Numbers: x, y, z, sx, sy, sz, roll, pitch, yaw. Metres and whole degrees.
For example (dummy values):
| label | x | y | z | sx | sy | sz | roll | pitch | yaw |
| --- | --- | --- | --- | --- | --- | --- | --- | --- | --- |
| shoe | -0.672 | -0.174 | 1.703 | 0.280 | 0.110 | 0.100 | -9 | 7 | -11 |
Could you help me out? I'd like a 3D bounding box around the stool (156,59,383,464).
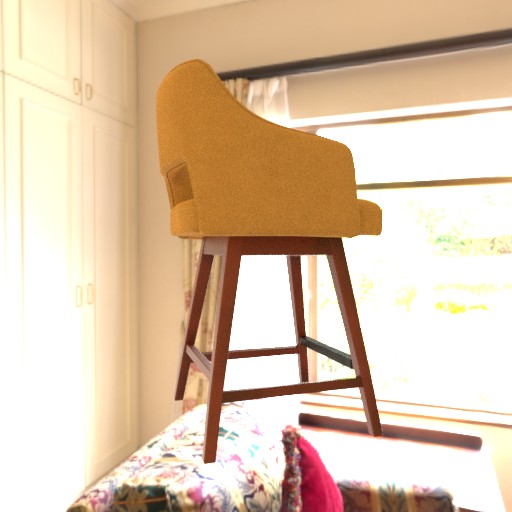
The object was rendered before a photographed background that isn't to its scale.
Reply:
| label | x | y | z | sx | sy | sz | roll | pitch | yaw |
| --- | --- | --- | --- | --- | --- | --- | --- | --- | --- |
| stool | 0.000 | 0.000 | 1.267 | 0.558 | 0.924 | 0.548 | 0 | 1 | -19 |
